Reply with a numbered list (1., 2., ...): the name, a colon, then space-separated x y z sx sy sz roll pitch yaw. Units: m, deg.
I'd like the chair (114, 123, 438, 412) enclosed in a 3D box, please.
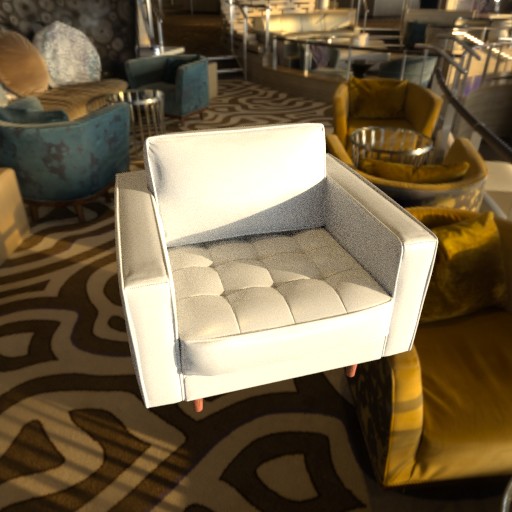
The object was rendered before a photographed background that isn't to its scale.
1. chair: 0.000 0.000 1.551 0.928 0.773 0.843 -9 33 -13
